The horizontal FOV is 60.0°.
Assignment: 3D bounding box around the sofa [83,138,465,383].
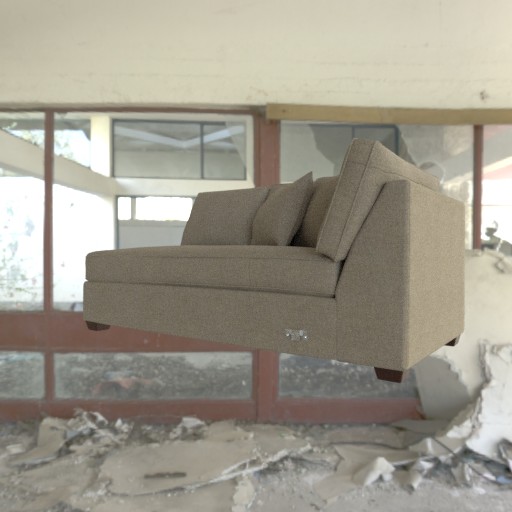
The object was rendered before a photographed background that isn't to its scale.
[{"bbox_3d":[0.000,0.000,2.806,2.238,1.019,1.110,0,1,36],"label":"sofa"}]
